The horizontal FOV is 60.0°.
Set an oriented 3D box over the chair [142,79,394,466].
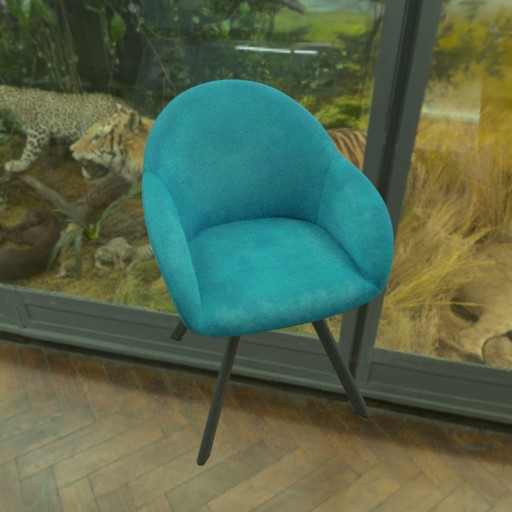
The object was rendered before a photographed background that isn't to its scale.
[{"bbox_3d":[0.000,0.000,1.189,0.550,0.795,0.590,-10,34,-15],"label":"chair"}]
